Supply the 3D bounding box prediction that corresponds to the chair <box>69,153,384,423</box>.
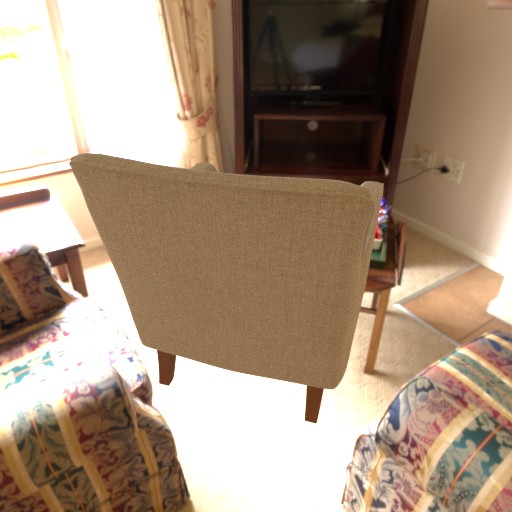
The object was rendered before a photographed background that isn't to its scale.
[{"bbox_3d":[0.000,0.000,1.763,0.887,1.047,0.993,9,33,15],"label":"chair"}]
